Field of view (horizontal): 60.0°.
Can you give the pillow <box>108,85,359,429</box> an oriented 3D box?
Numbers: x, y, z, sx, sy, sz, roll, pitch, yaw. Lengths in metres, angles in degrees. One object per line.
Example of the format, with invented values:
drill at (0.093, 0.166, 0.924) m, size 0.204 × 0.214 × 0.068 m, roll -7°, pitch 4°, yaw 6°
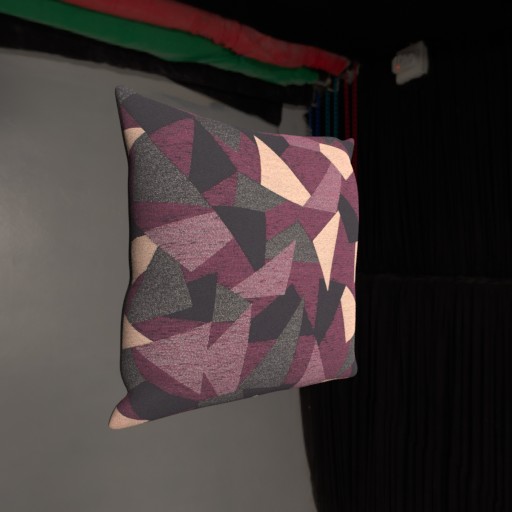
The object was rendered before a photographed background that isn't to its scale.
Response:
pillow at (0.000, 0.000, 0.767) m, size 0.503 × 0.496 × 0.208 m, roll 0°, pitch 0°, yaw -35°
